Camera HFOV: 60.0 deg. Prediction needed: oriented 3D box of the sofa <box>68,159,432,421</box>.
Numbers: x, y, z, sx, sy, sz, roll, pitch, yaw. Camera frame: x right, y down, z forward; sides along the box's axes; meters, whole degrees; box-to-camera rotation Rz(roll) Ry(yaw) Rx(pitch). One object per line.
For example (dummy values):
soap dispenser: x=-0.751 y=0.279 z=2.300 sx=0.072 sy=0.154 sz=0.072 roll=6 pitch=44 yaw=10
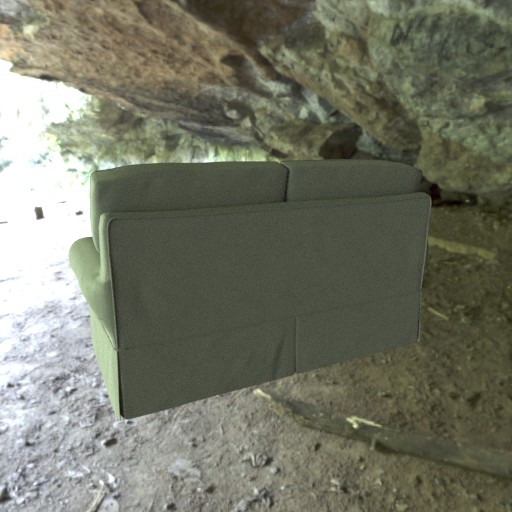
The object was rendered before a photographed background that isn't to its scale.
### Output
sofa: x=0.000 y=0.000 z=2.391 sx=1.823 sy=1.024 sz=0.841 roll=-7 pitch=16 yaw=-26
